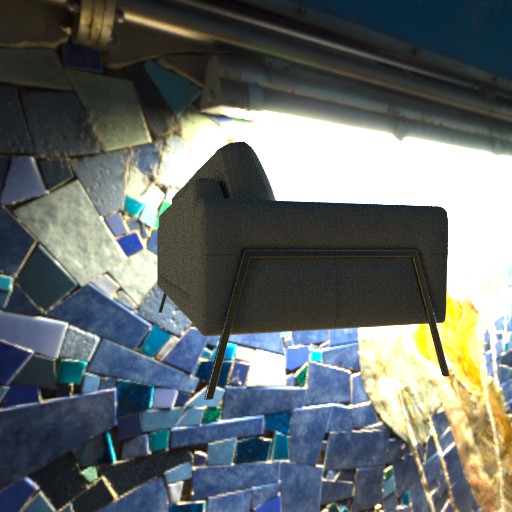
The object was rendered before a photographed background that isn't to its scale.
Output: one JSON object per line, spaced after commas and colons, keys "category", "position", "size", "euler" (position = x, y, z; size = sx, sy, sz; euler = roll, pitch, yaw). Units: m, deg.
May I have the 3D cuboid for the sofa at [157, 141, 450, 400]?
{"category": "sofa", "position": [0.000, 0.000, 2.485], "size": [0.953, 0.875, 2.017], "euler": [0, 1, -17]}
